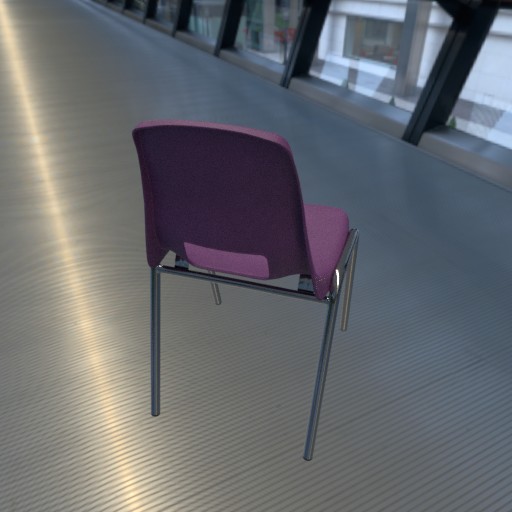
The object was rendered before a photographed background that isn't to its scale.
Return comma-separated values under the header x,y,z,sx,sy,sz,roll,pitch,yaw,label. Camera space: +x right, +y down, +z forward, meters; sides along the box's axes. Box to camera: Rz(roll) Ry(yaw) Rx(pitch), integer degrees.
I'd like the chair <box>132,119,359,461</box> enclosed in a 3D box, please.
x,y,z,sx,sy,sz,roll,pitch,yaw,label
0.000,0.000,0.894,0.381,0.654,0.432,10,34,15,chair
